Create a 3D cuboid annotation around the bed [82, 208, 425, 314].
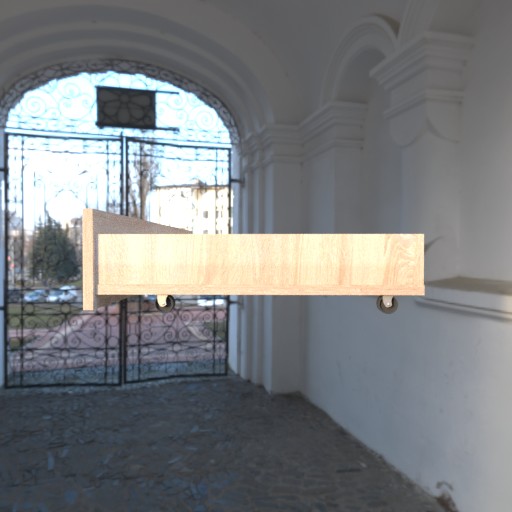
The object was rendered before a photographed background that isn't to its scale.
[{"bbox_3d":[0.000,0.000,1.465,0.685,0.209,1.200,0,1,1],"label":"bed"}]
